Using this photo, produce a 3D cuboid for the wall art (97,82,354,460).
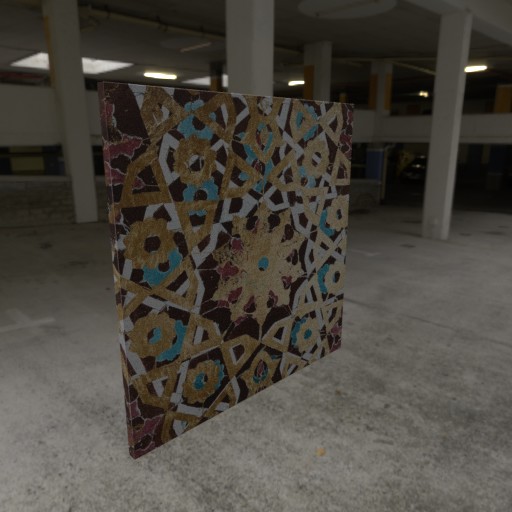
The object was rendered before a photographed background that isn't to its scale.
[{"bbox_3d":[0.000,0.000,1.120,0.757,0.762,0.028,-14,20,-42],"label":"wall art"}]
